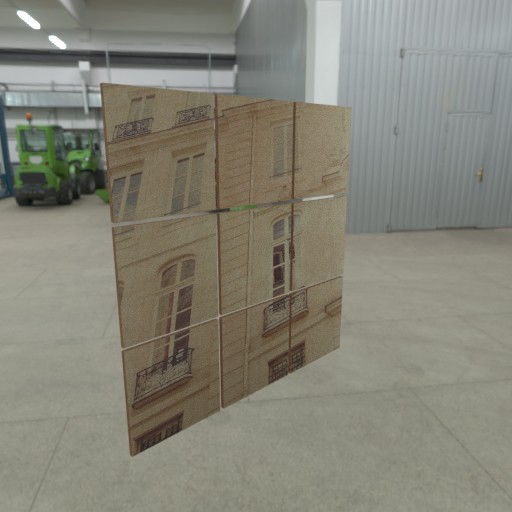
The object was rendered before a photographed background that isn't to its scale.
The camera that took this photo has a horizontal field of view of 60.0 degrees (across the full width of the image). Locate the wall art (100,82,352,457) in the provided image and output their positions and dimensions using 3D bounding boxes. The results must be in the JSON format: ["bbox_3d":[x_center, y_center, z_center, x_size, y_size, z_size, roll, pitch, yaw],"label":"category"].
[{"bbox_3d":[0.000,0.000,1.354,0.915,0.913,0.018,-13,19,-43],"label":"wall art"}]
